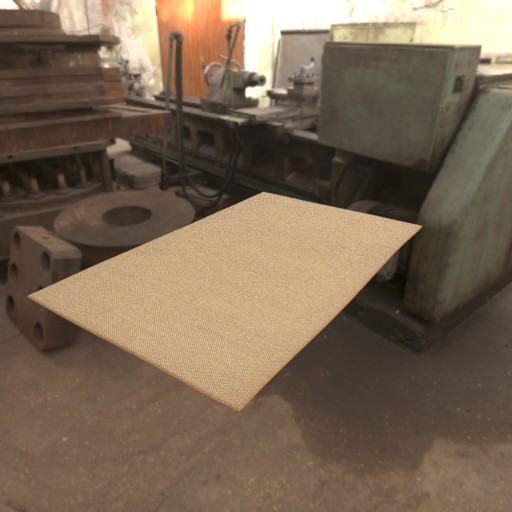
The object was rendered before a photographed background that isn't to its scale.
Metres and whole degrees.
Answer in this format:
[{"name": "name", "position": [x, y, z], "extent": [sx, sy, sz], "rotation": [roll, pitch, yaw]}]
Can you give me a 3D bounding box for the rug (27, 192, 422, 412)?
[{"name": "rug", "position": [0.000, 0.000, 2.109], "extent": [1.078, 0.013, 1.678], "rotation": [17, 31, 31]}]
